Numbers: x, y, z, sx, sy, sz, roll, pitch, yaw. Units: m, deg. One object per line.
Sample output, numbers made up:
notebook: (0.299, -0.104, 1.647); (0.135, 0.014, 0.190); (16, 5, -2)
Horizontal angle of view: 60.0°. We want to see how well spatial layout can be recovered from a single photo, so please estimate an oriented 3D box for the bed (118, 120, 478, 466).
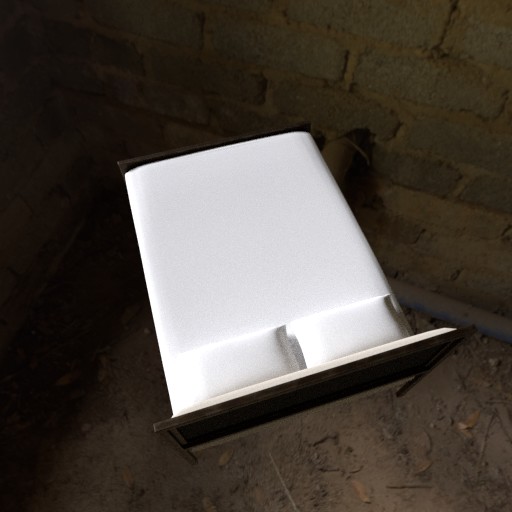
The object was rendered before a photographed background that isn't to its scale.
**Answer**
bed: (0.000, 0.000, 3.168); (1.607, 1.313, 2.221); (-15, 60, -9)
